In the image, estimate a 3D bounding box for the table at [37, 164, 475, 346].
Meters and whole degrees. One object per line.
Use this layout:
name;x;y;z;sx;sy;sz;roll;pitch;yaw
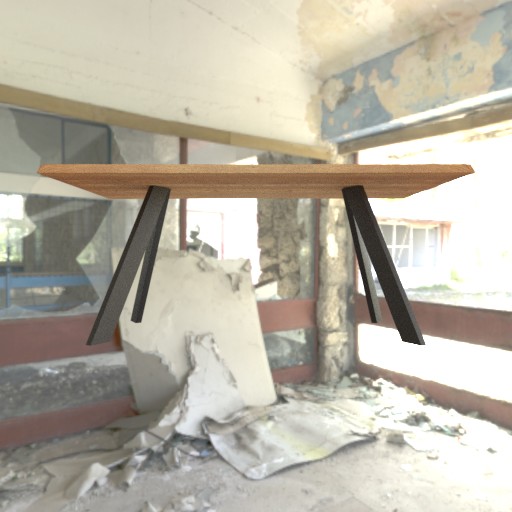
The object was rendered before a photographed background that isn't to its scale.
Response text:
table;0.000;0.000;2.266;1.800;0.770;0.900;0;1;0
